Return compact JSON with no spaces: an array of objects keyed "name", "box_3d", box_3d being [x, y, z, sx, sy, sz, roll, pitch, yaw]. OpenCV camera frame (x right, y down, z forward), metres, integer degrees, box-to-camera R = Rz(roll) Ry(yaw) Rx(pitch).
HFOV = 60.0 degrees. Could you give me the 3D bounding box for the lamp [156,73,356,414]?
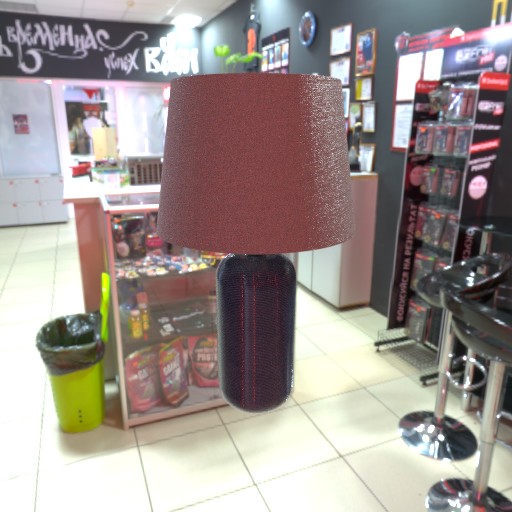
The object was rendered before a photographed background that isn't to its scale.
[{"name":"lamp","box_3d":[0.000,0.000,0.585,0.253,0.428,0.253,0,17,0]}]
